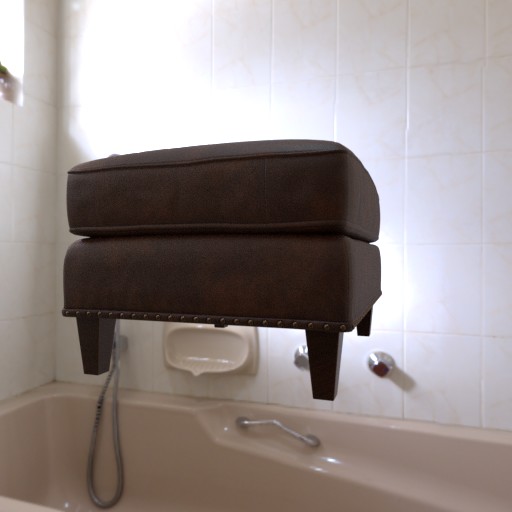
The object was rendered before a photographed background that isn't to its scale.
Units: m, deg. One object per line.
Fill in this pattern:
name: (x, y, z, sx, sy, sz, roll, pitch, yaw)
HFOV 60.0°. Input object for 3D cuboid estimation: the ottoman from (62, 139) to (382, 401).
ottoman: (0.000, 0.000, 1.141, 0.586, 0.486, 0.742, 0, 0, 20)
